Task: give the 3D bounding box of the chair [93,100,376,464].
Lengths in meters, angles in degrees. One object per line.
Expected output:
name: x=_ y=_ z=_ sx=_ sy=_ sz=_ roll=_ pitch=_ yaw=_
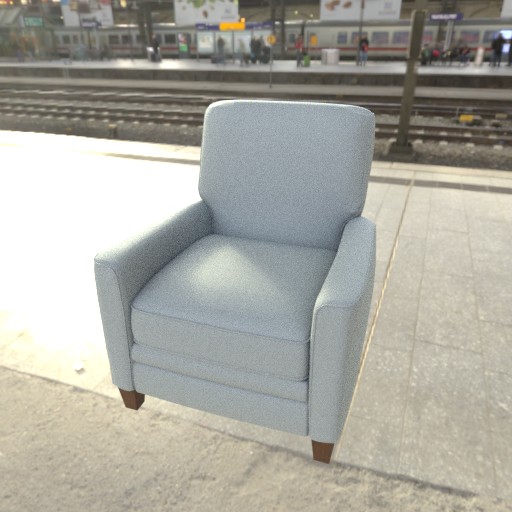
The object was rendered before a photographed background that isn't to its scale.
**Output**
chair: x=0.000 y=0.000 z=1.626 sx=0.853 sy=1.007 sz=0.846 roll=8 pitch=27 yaw=17
